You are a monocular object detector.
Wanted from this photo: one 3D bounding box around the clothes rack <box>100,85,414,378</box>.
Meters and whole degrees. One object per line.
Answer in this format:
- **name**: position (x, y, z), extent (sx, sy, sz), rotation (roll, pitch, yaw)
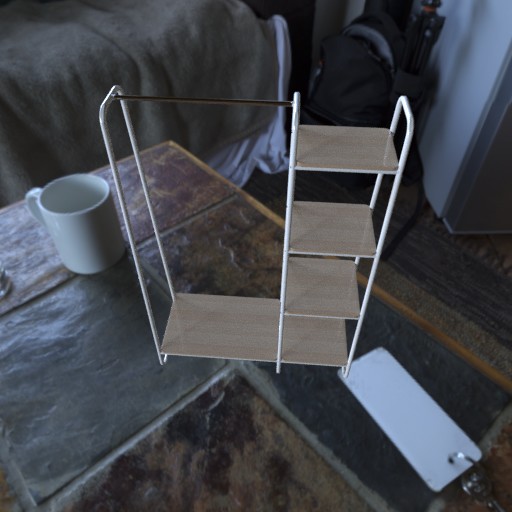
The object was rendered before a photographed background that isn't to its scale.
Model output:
- **clothes rack**: position (0.000, 0.000, 2.008), extent (1.011, 1.500, 0.400), rotation (3, 47, 3)
